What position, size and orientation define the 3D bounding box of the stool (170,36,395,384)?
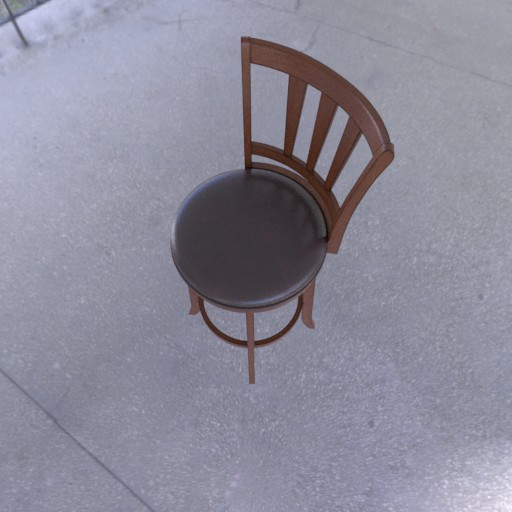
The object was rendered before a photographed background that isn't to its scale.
[{"bbox_3d":[0.000,0.000,1.424,0.503,1.177,0.464,-39,70,-17],"label":"stool"}]
